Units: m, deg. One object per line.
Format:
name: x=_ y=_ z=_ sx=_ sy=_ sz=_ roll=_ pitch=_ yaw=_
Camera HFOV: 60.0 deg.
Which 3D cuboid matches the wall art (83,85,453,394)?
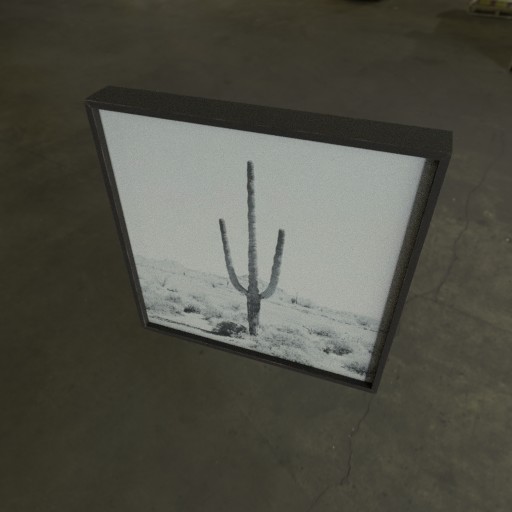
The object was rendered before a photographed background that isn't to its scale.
wall art: x=0.000 y=0.000 z=0.461 sx=0.305 sy=0.305 sz=0.038 roll=12 pitch=42 yaw=14
